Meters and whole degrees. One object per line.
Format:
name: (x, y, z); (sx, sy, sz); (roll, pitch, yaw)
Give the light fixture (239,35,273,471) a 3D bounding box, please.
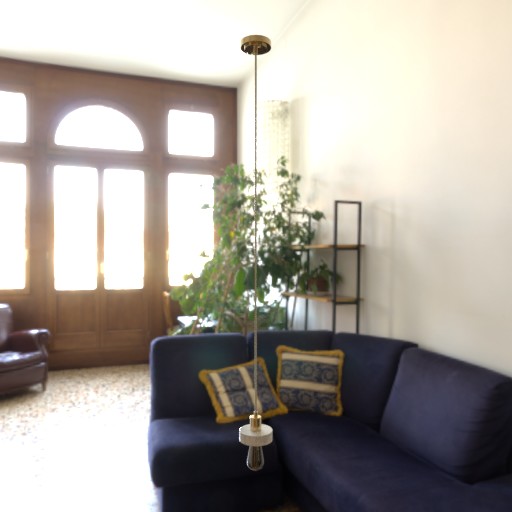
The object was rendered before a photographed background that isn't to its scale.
light fixture: (0.000, 0.000, 1.726); (0.129, 1.669, 0.129); (0, 0, 35)
